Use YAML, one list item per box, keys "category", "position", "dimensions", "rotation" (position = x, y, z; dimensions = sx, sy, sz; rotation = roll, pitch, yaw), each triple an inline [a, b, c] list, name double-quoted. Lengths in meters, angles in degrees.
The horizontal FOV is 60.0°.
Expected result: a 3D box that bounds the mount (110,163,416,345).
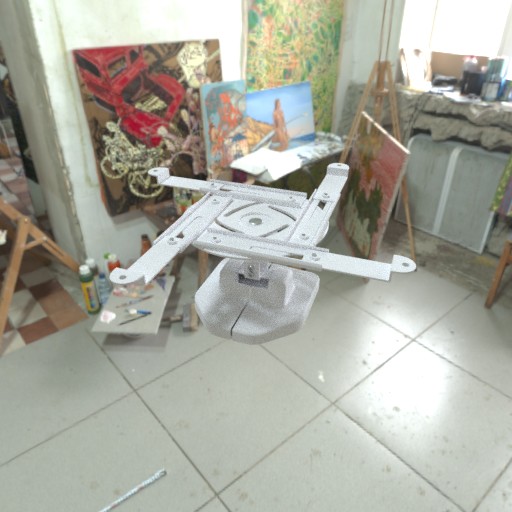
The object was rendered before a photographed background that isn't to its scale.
- category: "mount"
  position: [0.000, 0.000, 0.596]
  dimensions: [0.394, 0.141, 0.394]
  rotation: [11, 34, 17]
